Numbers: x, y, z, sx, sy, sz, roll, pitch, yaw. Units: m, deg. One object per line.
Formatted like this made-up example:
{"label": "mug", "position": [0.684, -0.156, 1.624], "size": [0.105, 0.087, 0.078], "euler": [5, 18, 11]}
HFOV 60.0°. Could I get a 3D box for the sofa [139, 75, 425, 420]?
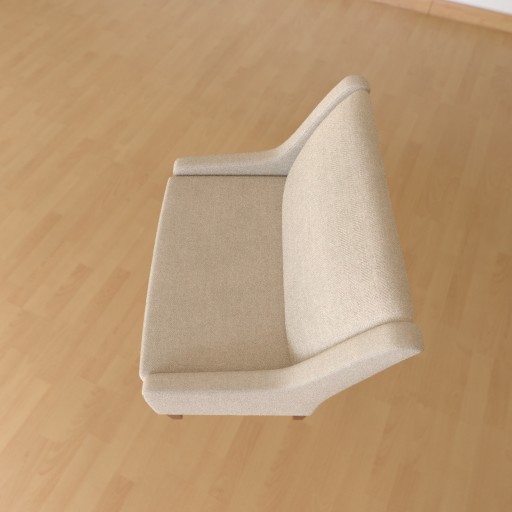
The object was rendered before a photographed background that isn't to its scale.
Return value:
{"label": "sofa", "position": [0.000, 0.000, 1.933], "size": [0.946, 0.976, 1.212], "euler": [0, 58, 0]}
